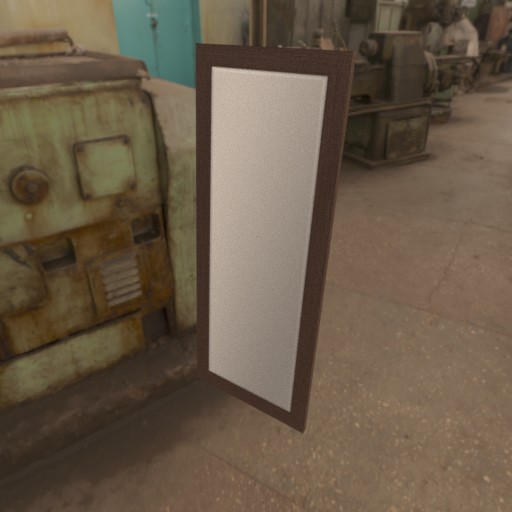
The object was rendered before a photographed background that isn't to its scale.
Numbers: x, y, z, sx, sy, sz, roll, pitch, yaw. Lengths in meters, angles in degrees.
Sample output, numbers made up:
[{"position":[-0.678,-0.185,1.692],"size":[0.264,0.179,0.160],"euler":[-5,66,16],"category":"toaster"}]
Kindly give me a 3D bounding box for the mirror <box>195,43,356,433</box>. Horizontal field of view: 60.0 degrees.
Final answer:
[{"position":[0.000,0.000,2.371],"size":[0.812,2.020,0.221],"euler":[18,34,29],"category":"mirror"}]
